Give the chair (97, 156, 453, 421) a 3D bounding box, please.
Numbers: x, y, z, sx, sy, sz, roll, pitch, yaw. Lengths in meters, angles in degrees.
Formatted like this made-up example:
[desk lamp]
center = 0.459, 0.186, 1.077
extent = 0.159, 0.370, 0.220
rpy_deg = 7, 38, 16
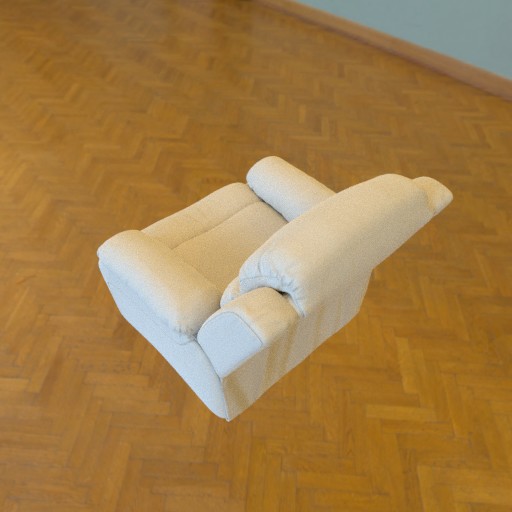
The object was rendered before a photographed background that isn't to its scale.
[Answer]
[chair]
center = 0.000, 0.000, 1.235
extent = 0.680, 0.702, 0.709
rpy_deg = -33, 55, -27
